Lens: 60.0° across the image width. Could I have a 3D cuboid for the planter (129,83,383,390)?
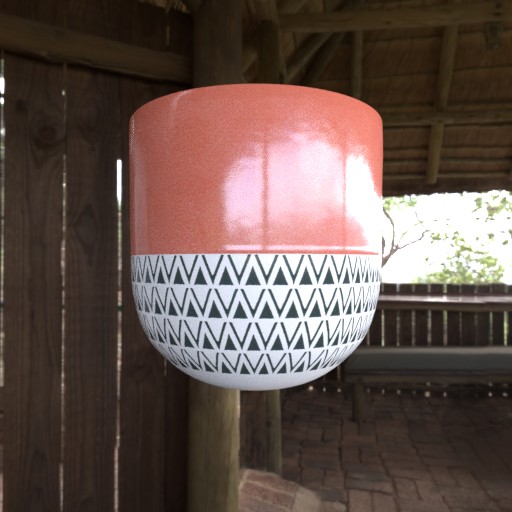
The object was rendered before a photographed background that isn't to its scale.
[{"bbox_3d":[0.000,0.000,0.481,0.266,0.270,0.266,0,-1,0],"label":"planter"}]
